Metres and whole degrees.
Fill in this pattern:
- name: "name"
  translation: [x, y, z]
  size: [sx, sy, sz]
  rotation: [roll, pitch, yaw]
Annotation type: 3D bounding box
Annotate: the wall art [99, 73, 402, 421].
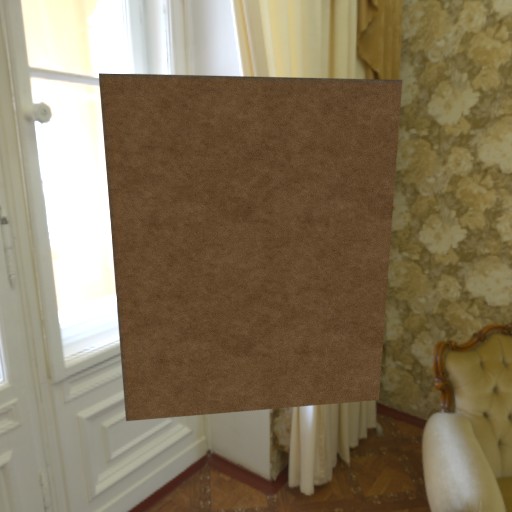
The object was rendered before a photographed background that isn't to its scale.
- name: "wall art"
  translation: [0.000, 0.000, 0.738]
  size: [0.453, 0.554, 0.037]
  rotation: [-2, 14, -8]
